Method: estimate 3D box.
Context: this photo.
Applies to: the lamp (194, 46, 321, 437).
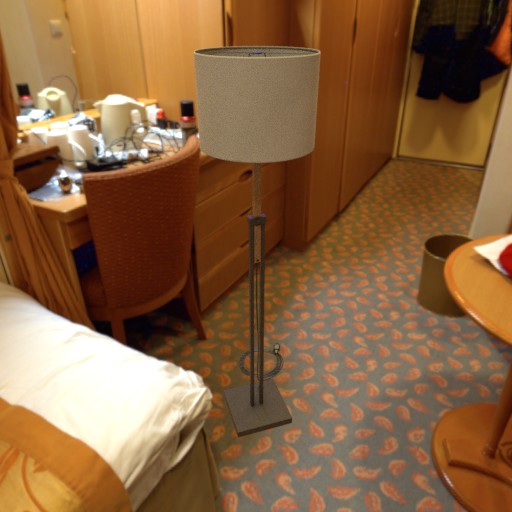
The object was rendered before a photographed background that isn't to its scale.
[{"bbox_3d":[0.000,0.000,1.937,0.474,1.650,0.639,-9,31,-16],"label":"lamp"}]
